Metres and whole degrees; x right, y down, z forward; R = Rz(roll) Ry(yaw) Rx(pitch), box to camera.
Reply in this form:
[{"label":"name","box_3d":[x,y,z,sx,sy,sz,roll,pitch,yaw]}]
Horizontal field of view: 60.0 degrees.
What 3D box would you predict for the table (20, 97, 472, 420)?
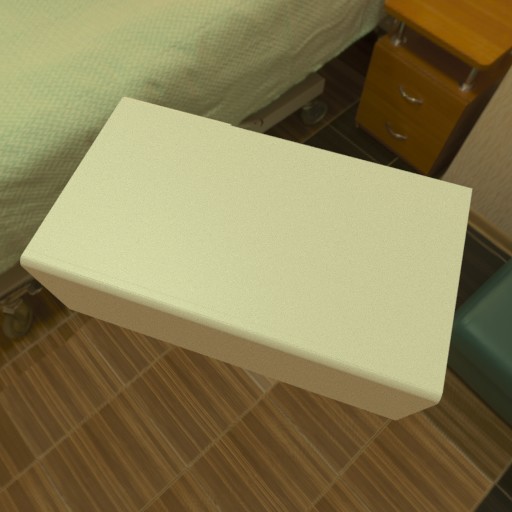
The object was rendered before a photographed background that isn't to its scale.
[{"label":"table","box_3d":[0.000,0.000,1.407,1.097,0.442,0.639,17,65,8]}]
